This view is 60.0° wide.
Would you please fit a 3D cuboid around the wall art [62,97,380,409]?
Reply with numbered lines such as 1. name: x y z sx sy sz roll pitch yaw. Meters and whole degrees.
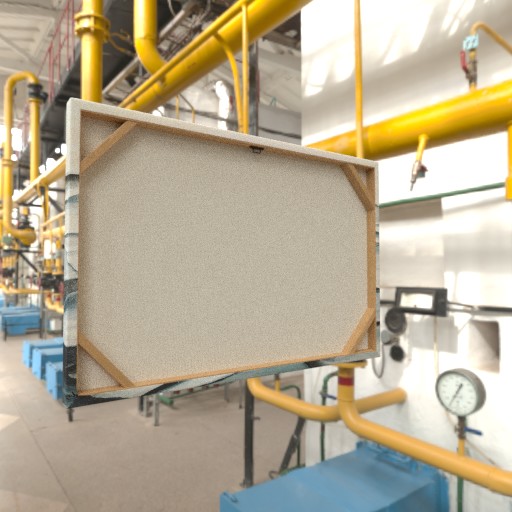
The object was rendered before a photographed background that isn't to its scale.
1. wall art: 0.000 0.000 1.138 0.914 0.609 0.039 1 -2 -35
